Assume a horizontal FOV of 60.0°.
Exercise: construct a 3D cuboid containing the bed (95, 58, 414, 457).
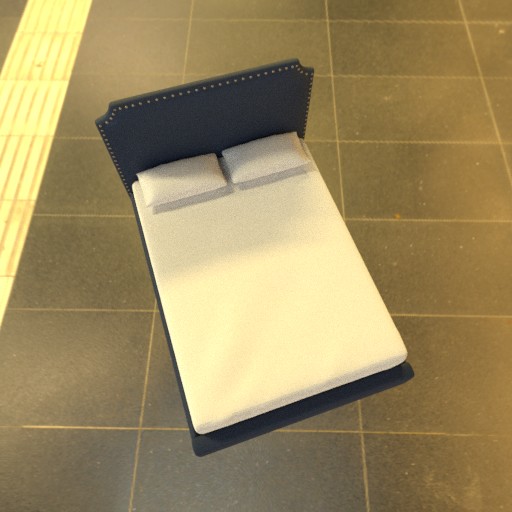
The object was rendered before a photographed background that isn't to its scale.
[{"bbox_3d":[0.000,0.000,3.393,1.712,1.443,2.372,-17,65,-8],"label":"bed"}]
